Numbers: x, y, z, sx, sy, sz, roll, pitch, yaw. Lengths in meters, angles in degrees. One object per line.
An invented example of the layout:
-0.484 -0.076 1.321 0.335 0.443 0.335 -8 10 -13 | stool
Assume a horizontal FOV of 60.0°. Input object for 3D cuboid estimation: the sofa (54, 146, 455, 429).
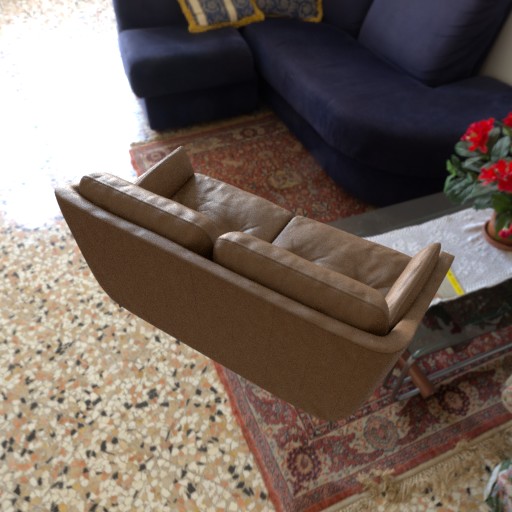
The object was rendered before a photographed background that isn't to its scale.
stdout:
0.000 0.000 2.268 1.731 0.886 0.981 24 52 21 | sofa
